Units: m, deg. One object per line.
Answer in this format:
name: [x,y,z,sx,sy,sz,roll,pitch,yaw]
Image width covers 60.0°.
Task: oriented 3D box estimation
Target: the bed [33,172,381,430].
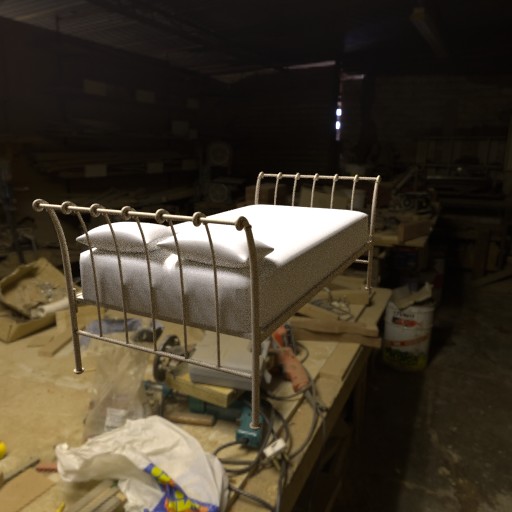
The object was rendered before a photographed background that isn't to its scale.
bed: [0.000,0.000,2.719,1.032,0.873,2.228,7,16,26]
